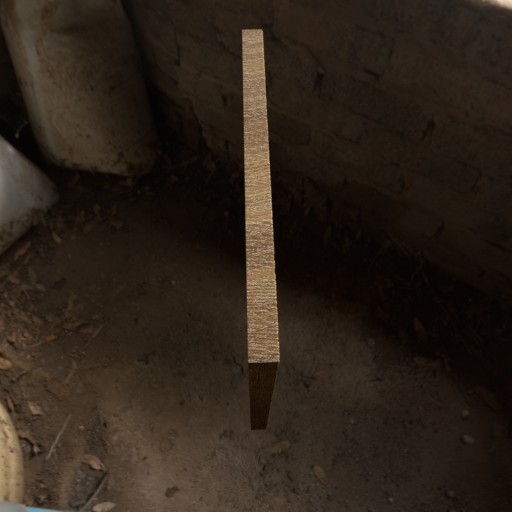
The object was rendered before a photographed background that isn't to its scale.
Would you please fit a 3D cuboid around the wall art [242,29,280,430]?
[{"bbox_3d":[0.000,0.000,0.924,0.042,0.608,0.611,-1,62,-1],"label":"wall art"}]
